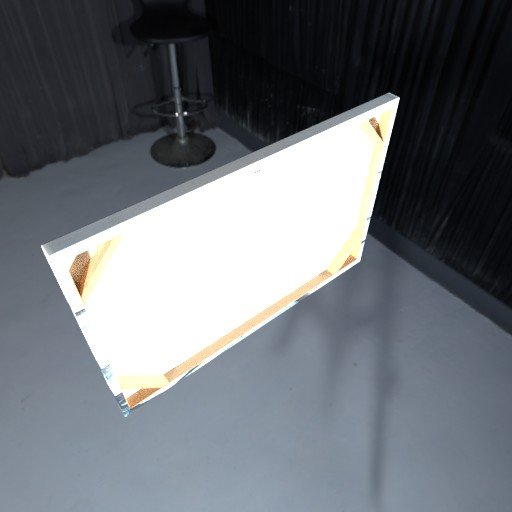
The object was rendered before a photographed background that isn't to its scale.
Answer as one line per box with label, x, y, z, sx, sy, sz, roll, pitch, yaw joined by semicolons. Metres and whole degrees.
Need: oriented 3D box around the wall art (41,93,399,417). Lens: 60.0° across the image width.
wall art;0.000;0.000;1.165;0.914;0.609;0.039;-30;53;-26
